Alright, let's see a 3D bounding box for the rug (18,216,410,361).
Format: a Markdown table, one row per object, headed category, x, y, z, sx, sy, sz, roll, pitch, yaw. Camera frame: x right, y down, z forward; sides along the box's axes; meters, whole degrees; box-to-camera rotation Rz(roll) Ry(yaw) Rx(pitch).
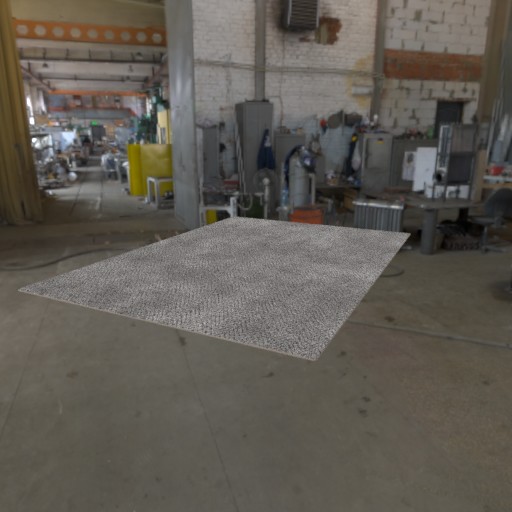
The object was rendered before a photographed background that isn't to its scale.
| category | x | y | z | sx | sy | sz | roll | pitch | yaw |
| --- | --- | --- | --- | --- | --- | --- | --- | --- | --- |
| rug | 0.000 | 0.000 | 2.874 | 1.600 | 0.008 | 2.235 | 8 | 18 | 26 |
